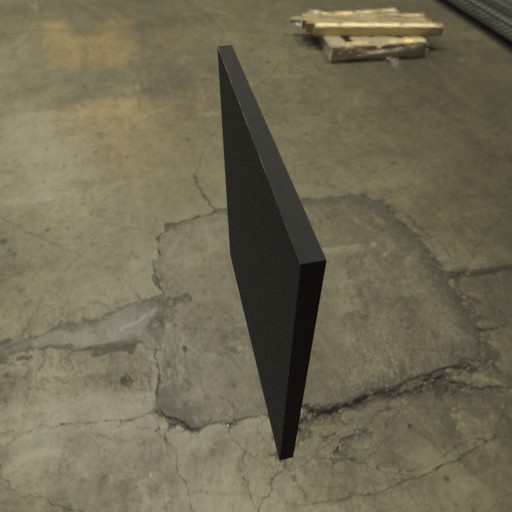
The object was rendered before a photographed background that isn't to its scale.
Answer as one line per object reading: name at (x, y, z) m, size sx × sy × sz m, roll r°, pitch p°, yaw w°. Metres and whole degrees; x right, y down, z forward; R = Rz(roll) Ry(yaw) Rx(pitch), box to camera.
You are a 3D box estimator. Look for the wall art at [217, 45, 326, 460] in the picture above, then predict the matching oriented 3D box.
wall art at (0.000, 0.000, 1.142) m, size 0.038 × 0.762 × 0.762 m, roll -9°, pitch 47°, yaw -8°
